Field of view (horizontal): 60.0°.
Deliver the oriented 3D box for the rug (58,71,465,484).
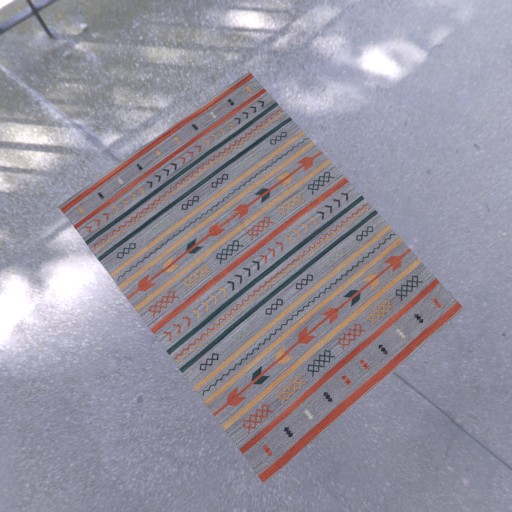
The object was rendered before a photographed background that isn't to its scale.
[{"bbox_3d":[0.000,0.000,3.981,2.263,0.022,3.029,-38,80,-8],"label":"rug"}]
